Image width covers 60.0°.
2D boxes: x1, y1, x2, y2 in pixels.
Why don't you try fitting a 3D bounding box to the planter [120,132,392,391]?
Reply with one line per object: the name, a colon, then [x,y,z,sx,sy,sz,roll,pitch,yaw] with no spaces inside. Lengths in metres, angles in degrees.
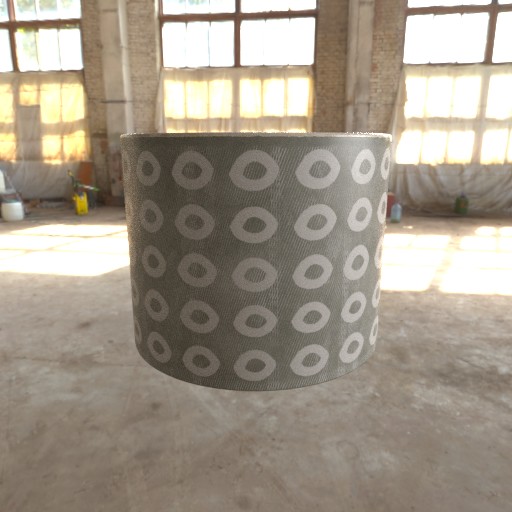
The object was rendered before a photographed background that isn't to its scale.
planter: [0.000,0.000,0.455,0.250,0.239,0.250,0,14,0]
